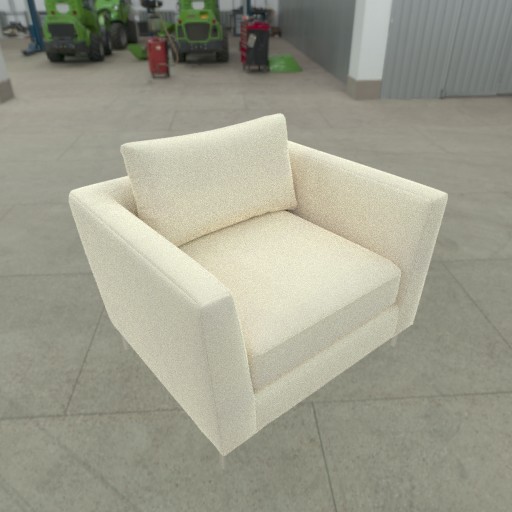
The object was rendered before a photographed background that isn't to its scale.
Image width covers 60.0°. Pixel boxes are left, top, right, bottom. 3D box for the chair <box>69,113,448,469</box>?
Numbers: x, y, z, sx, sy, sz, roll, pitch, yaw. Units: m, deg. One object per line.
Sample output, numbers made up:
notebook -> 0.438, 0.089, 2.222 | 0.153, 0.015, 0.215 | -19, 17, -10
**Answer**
chair -> 0.000, 0.000, 1.678 | 1.041, 0.865, 0.889 | -23, 38, -33
